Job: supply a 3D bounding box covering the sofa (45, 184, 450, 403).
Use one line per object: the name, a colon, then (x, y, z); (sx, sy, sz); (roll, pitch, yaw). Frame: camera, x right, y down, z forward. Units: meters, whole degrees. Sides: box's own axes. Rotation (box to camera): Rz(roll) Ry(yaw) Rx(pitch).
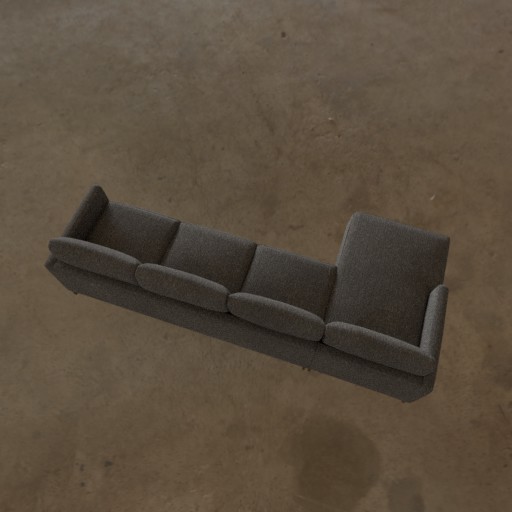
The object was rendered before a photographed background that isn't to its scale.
sofa: (0.000, 0.000, 3.533); (2.932, 0.810, 1.350); (17, 64, 8)
